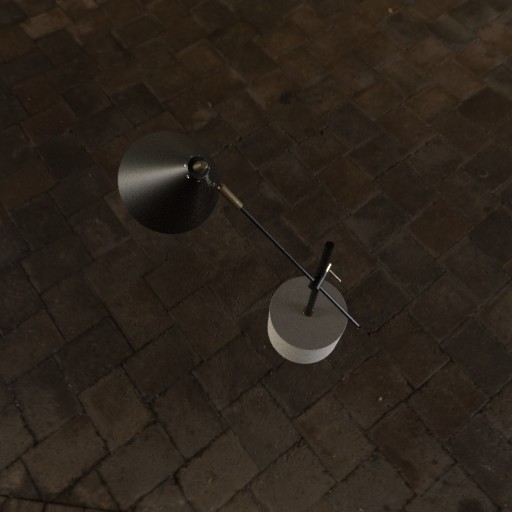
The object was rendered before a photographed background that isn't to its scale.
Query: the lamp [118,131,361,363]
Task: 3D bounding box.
[{"bbox_3d":[0.000,0.000,0.737,0.403,0.518,0.214,36,69,16],"label":"lamp"}]
